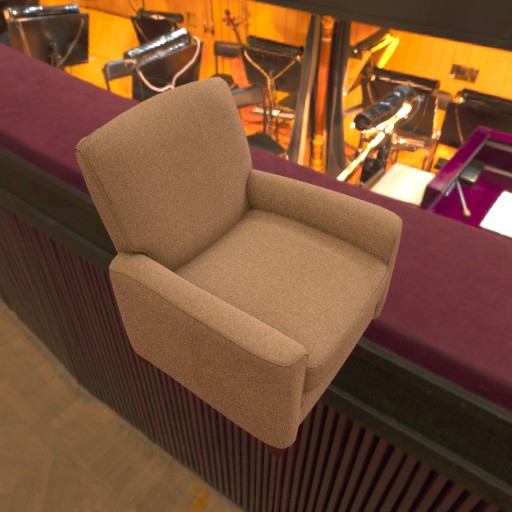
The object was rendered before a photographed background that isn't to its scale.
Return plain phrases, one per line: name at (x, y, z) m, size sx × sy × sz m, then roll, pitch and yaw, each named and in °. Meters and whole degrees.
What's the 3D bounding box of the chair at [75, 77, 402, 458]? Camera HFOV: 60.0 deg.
chair at (0.000, 0.000, 1.628) m, size 0.864 × 1.014 × 0.848 m, roll 26°, pitch 48°, yaw 26°
